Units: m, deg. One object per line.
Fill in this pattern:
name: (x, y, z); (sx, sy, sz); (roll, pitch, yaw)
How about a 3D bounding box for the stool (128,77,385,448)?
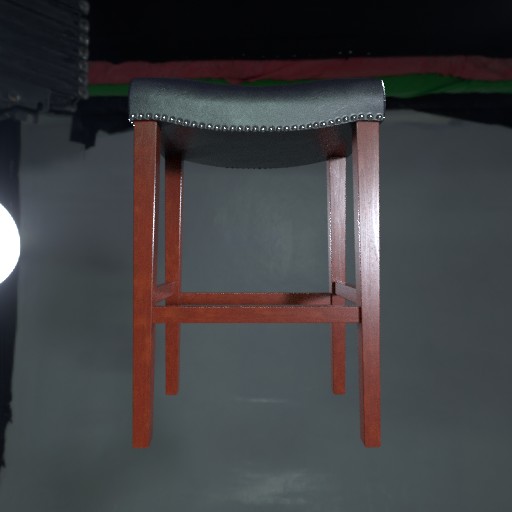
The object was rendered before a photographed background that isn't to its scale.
stool: (0.000, 0.000, 1.036); (0.504, 0.742, 0.372); (0, 0, -1)
